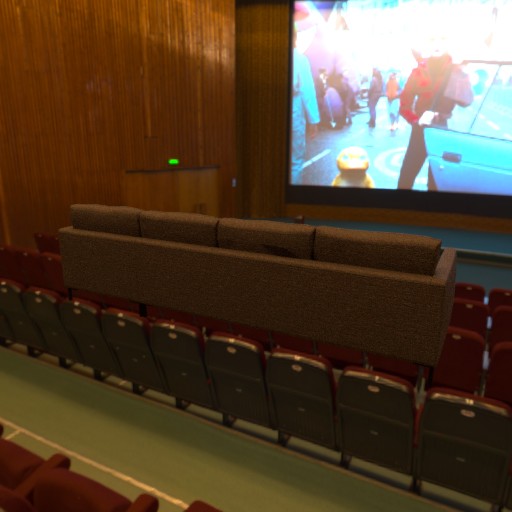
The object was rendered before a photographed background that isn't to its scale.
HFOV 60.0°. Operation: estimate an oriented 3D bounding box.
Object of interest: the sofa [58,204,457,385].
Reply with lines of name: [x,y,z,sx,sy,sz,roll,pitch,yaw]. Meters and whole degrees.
sofa: [0.000,0.000,3.861,3.221,0.892,1.483,8,17,26]
